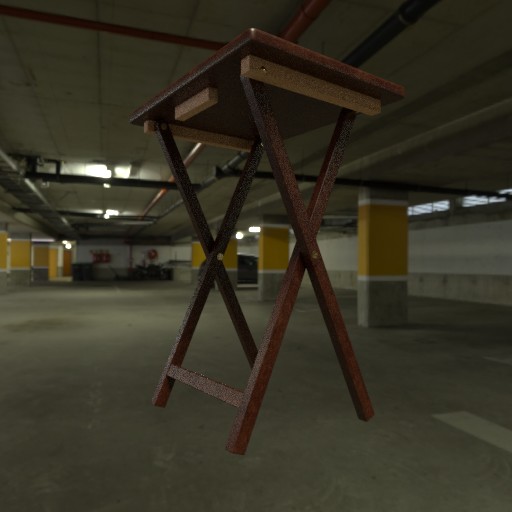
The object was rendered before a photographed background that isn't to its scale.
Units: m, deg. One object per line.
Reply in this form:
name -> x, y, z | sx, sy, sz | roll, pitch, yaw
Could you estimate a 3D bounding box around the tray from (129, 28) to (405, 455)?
tray -> 0.000, 0.000, 0.946 | 0.381, 0.660, 0.483 | 1, -1, -37
